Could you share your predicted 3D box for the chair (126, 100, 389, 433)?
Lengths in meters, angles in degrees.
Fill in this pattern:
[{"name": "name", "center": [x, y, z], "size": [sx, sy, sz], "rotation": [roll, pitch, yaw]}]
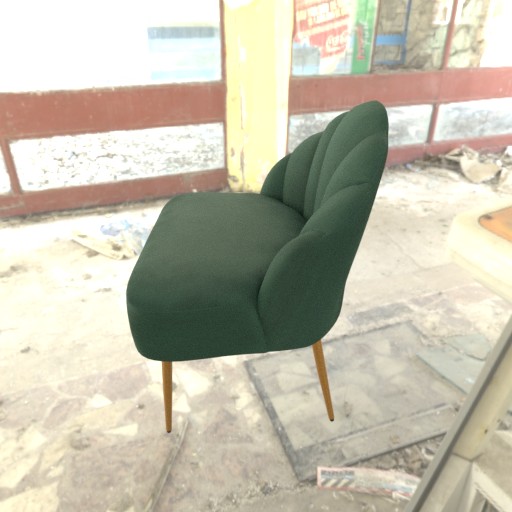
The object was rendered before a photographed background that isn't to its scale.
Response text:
[{"name": "chair", "center": [0.000, 0.000, 1.228], "size": [0.599, 0.819, 0.657], "rotation": [0, 29, 0]}]
